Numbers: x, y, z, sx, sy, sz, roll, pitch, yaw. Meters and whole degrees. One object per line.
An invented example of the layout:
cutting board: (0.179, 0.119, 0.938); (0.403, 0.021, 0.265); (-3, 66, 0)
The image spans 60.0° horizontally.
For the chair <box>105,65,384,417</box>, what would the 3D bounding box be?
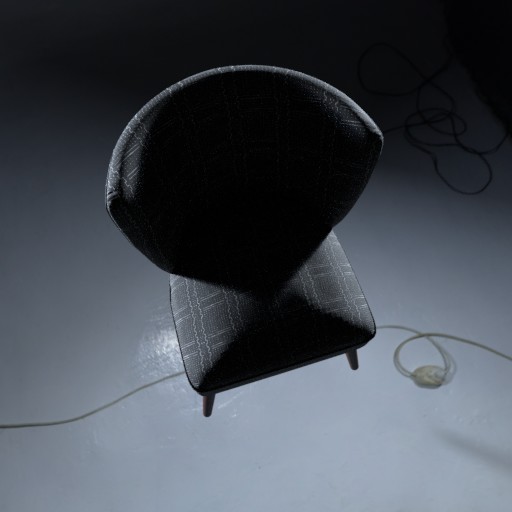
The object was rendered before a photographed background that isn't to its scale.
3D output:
chair: (0.000, 0.000, 1.418); (0.710, 0.866, 0.758); (-15, 66, -7)
